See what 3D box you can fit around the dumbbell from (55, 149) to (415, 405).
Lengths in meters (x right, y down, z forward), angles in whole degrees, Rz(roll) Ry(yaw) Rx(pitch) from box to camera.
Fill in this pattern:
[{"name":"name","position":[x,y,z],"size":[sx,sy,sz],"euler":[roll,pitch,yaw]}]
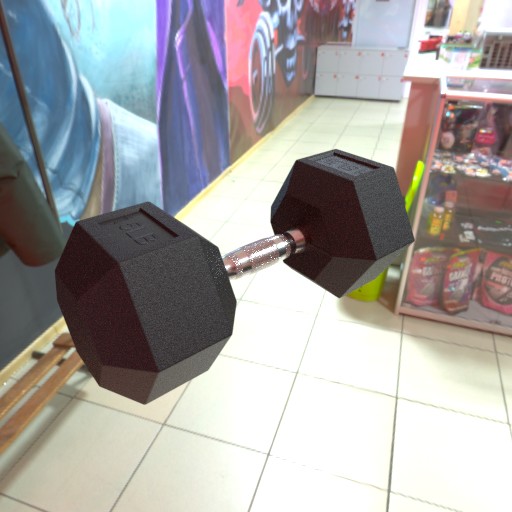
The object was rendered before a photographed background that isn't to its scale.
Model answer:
[{"name":"dumbbell","position":[0.000,0.000,0.335],"size":[0.271,0.106,0.122],"euler":[-22,38,-32]}]
